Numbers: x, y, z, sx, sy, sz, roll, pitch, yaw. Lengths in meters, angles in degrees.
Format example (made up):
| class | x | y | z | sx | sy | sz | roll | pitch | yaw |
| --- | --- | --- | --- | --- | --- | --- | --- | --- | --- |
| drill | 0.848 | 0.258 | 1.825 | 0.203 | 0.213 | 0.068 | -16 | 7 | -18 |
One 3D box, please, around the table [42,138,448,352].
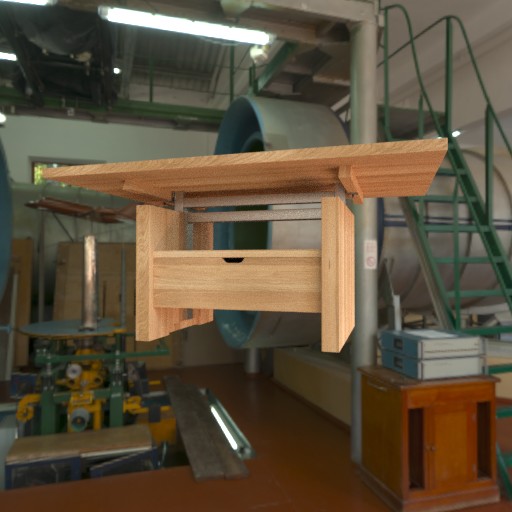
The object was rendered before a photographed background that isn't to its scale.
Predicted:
| class | x | y | z | sx | sy | sz | roll | pitch | yaw |
| --- | --- | --- | --- | --- | --- | --- | --- | --- | --- |
| table | 0.000 | 0.000 | 1.472 | 1.100 | 0.510 | 0.700 | 0 | -1 | 17 |
